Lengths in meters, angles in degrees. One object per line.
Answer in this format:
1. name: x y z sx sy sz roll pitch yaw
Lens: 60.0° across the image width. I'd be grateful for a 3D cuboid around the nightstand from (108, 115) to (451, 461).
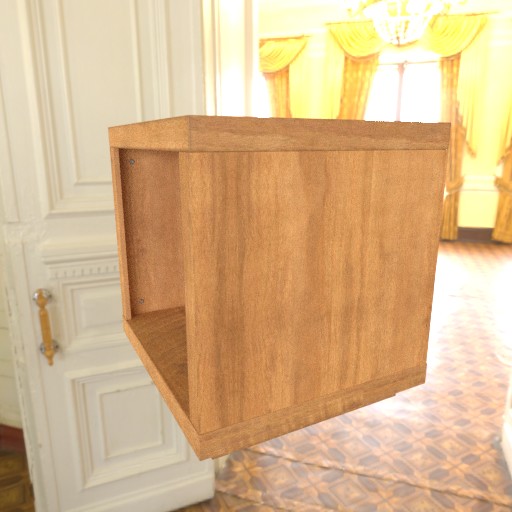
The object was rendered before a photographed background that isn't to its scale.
1. nightstand: 0.000 0.000 0.865 0.436 0.491 0.493 -8 16 -27
